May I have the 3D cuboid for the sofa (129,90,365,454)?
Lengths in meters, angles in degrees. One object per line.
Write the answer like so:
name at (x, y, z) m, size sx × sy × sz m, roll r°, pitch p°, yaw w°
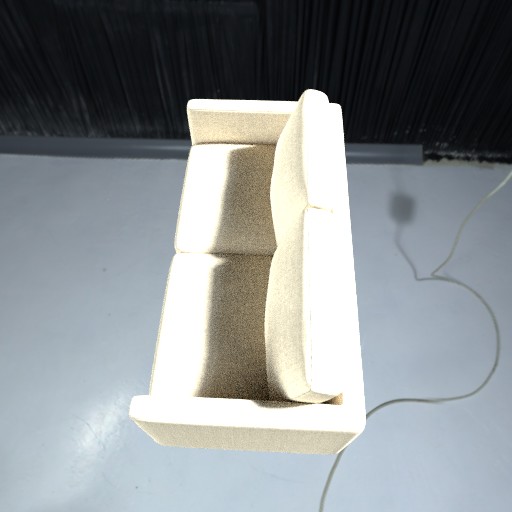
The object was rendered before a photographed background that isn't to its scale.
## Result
sofa at (0.000, 0.000, 2.416) m, size 0.950 × 0.963 × 1.884 m, roll 2°, pitch 58°, yaw 1°
